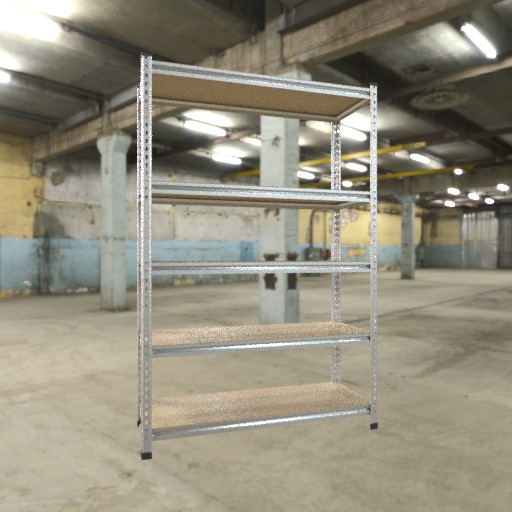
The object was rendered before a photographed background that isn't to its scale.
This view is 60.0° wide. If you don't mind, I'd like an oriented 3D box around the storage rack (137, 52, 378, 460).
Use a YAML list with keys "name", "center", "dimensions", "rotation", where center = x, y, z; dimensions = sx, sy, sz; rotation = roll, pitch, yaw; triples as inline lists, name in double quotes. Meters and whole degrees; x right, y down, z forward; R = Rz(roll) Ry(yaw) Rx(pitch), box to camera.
- name: "storage rack"
  center: [0.000, 0.000, 2.383]
  dimensions: [1.219, 1.829, 0.457]
  rotation: [0, 0, -17]
